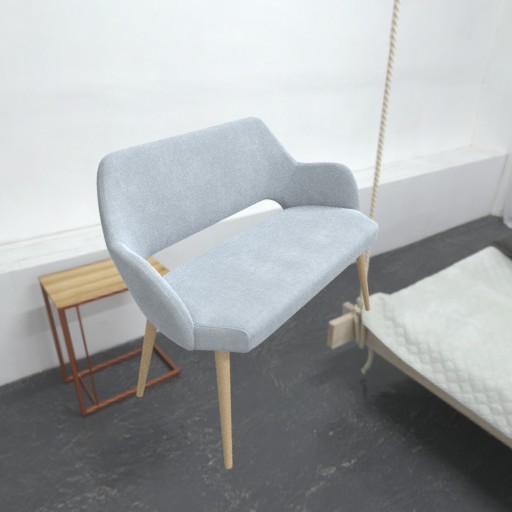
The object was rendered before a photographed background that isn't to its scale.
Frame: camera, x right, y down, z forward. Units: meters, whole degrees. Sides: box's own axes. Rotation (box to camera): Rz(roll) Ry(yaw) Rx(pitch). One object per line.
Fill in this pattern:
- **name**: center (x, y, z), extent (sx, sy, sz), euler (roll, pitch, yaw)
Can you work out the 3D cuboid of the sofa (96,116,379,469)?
- **sofa**: center (0.000, 0.000, 1.647), extent (0.610, 0.840, 1.150), euler (19, 33, 31)
